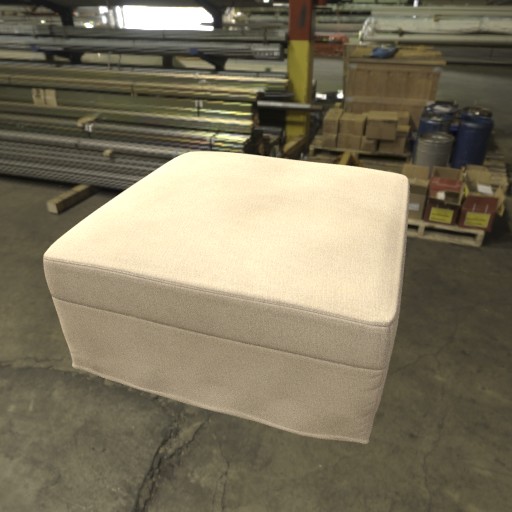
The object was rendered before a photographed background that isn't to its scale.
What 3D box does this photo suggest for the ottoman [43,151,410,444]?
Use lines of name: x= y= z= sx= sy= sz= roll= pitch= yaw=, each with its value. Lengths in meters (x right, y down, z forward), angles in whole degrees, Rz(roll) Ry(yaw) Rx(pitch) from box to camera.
ottoman: x=0.000 y=0.000 z=1.349 sx=0.842 sy=0.441 sz=0.843 roll=10 pitch=33 yaw=15
